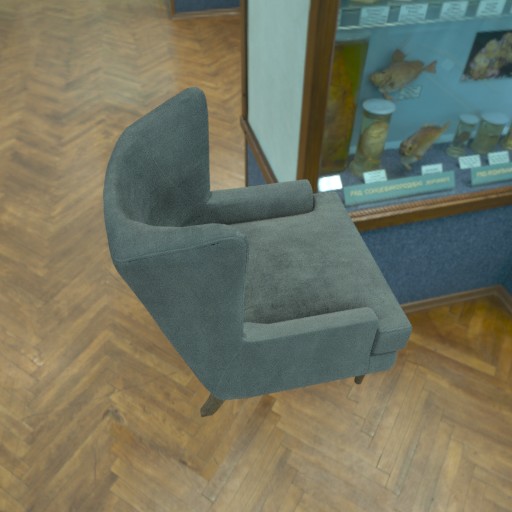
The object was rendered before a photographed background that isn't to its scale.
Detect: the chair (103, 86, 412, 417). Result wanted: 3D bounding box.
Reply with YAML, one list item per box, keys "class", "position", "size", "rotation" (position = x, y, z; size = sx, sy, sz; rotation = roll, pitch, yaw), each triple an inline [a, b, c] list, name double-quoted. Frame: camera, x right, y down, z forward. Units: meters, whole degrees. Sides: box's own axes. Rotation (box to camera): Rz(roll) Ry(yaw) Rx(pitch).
- class: "chair"
  position: [0.000, 0.000, 1.603]
  size: [0.906, 0.950, 0.784]
  rotation: [-9, 46, -8]
